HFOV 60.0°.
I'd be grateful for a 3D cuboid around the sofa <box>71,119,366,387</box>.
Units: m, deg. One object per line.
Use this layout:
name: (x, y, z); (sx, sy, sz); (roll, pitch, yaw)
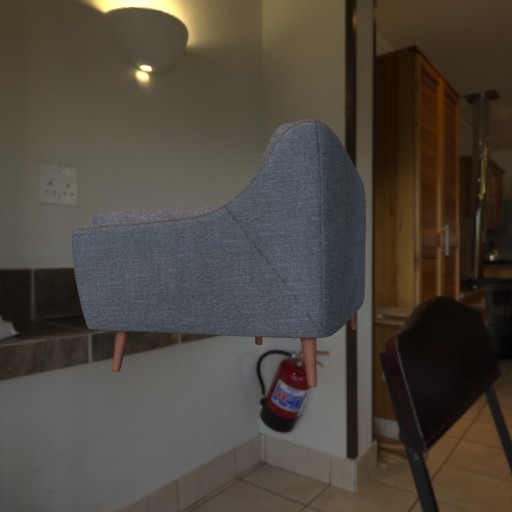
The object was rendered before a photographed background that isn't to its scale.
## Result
sofa: (0.000, 0.000, 2.216); (0.976, 0.887, 1.646); (0, 0, 19)
